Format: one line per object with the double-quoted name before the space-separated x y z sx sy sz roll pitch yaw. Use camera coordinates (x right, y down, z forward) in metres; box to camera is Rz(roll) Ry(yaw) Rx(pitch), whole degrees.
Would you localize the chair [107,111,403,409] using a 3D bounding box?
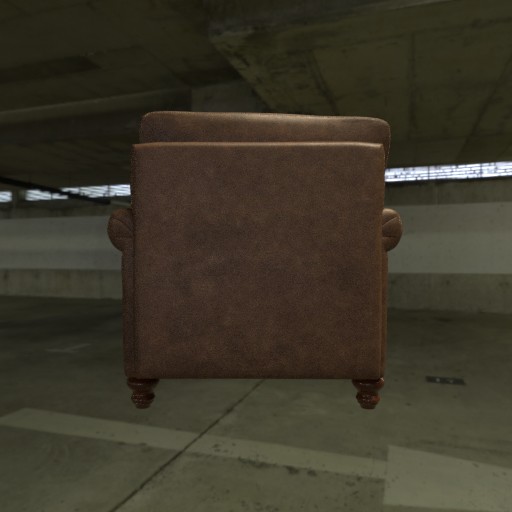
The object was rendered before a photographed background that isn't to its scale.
"chair" 0.000 0.000 1.832 0.996 0.976 1.002 0 0 1
